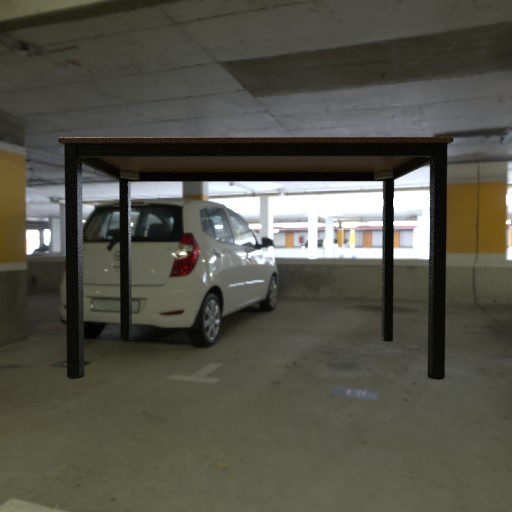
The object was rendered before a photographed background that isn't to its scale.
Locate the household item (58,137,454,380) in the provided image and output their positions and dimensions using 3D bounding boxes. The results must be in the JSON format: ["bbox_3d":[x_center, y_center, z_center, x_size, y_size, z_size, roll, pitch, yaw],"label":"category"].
[{"bbox_3d":[0.000,0.000,1.655,1.200,0.750,0.600,0,2,0],"label":"household item"}]
